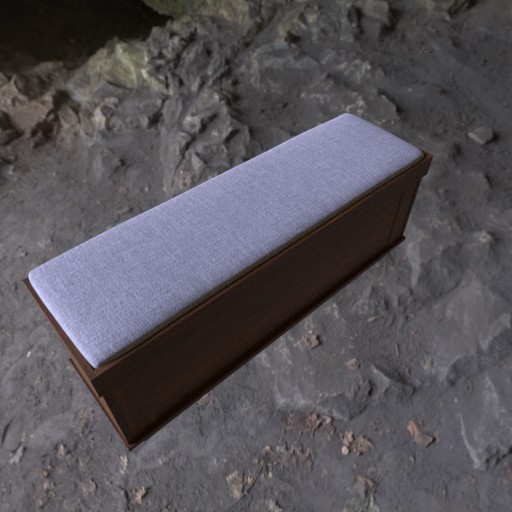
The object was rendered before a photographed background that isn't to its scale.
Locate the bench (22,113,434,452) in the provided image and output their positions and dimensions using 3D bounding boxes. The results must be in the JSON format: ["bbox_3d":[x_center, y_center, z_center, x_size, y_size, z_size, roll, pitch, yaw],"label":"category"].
[{"bbox_3d":[0.000,0.000,1.390,1.196,0.468,0.367,-32,54,-27],"label":"bench"}]
